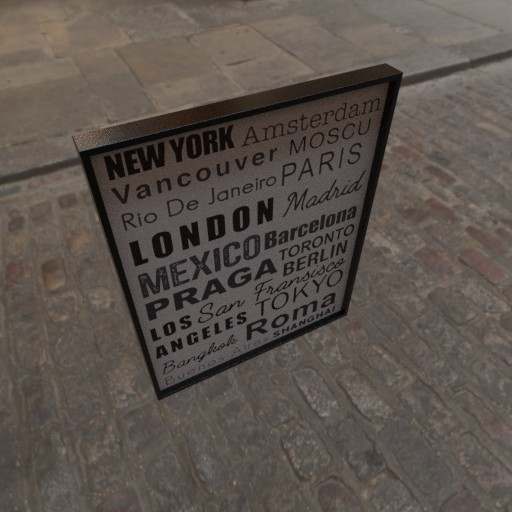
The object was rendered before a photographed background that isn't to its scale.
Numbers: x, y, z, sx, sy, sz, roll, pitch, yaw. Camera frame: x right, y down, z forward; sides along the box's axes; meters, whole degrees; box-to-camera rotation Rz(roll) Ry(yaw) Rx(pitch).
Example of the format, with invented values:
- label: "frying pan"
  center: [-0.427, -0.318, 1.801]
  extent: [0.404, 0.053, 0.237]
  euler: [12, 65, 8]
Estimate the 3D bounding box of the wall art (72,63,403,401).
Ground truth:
- label: "wall art"
  center: [0.000, 0.000, 0.753]
  extent: [0.448, 0.551, 0.038]
  euler: [-20, 48, -19]
